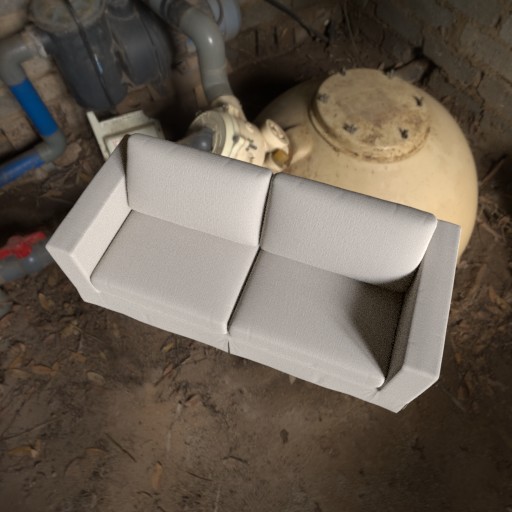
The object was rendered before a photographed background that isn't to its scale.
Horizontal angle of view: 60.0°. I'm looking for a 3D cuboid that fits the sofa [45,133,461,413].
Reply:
[{"bbox_3d":[0.000,0.000,2.635,2.163,0.881,0.954,17,61,10],"label":"sofa"}]
